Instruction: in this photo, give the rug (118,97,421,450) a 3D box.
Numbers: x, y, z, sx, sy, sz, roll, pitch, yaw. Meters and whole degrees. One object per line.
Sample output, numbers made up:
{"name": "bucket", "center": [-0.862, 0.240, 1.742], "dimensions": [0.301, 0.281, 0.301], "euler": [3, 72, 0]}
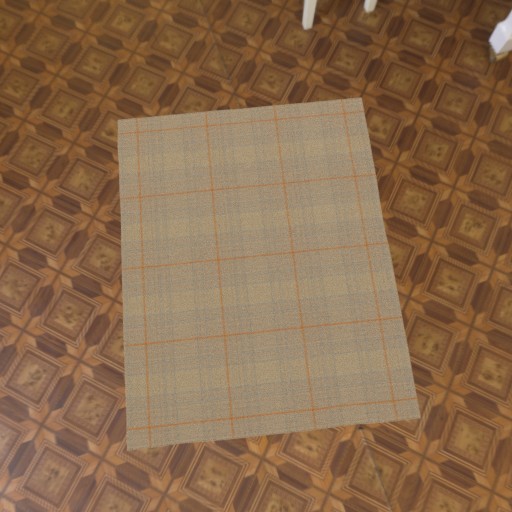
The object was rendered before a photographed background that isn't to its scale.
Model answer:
{"name": "rug", "center": [0.000, 0.000, 4.030], "dimensions": [2.448, 0.021, 3.051], "euler": [-6, 76, -1]}
